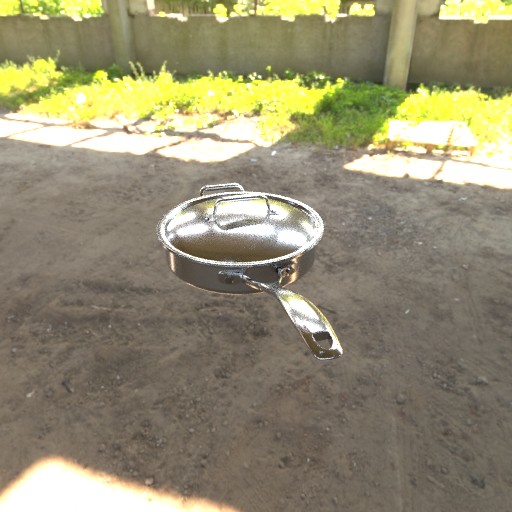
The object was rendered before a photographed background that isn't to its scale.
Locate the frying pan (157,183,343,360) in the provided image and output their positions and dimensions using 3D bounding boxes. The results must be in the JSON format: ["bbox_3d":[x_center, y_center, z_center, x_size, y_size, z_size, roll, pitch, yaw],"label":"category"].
[{"bbox_3d":[0.000,0.000,0.668,0.280,0.114,0.561,-7,31,-13],"label":"frying pan"}]
